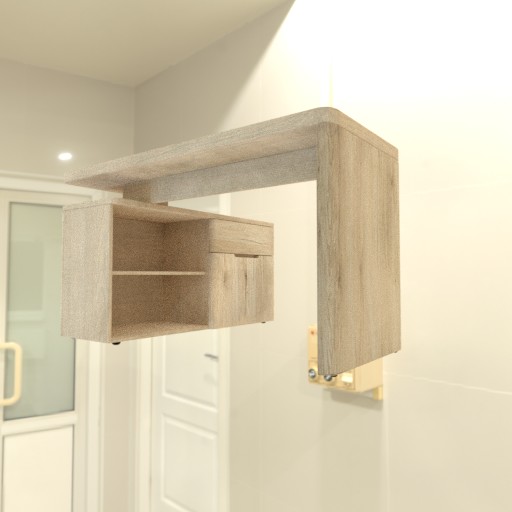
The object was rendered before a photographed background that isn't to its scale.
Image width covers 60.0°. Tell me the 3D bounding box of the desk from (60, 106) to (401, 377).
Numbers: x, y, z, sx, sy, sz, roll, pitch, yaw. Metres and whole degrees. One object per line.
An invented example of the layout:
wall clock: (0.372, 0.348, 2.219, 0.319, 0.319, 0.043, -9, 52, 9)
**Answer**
desk: (0.000, 0.000, 2.103, 1.400, 0.770, 1.175, -2, -3, 37)
